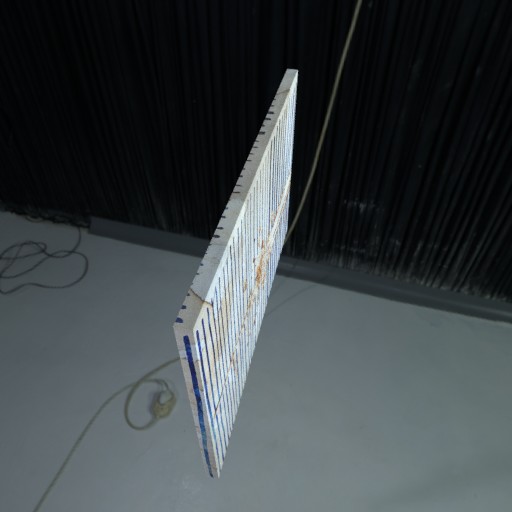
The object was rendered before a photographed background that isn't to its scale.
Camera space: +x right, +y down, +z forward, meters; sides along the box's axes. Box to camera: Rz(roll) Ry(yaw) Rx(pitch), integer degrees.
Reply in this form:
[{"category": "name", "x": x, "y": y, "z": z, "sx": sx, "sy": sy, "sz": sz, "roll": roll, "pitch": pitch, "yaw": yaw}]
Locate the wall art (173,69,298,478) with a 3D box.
[{"category": "wall art", "x": 0.000, "y": 0.000, "z": 1.164, "sx": 0.030, "sy": 0.609, "sz": 0.919, "roll": 9, "pitch": 46, "yaw": 9}]
